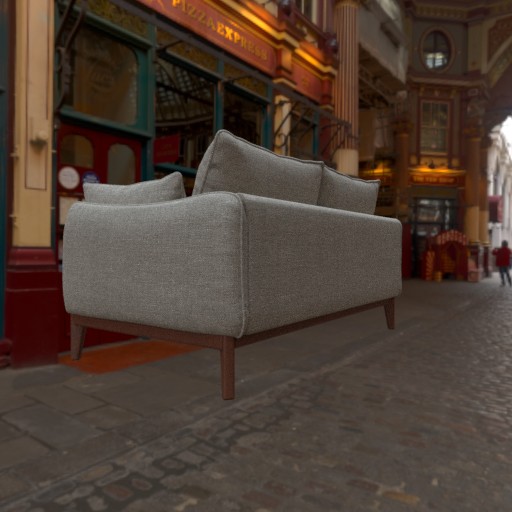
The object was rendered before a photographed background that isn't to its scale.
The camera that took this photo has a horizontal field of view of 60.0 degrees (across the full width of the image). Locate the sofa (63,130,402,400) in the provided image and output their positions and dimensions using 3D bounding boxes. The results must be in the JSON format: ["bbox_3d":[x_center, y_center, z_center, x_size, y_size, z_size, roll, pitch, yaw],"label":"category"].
[{"bbox_3d":[0.000,0.000,2.183,0.972,0.851,1.580,1,1,36],"label":"sofa"}]
